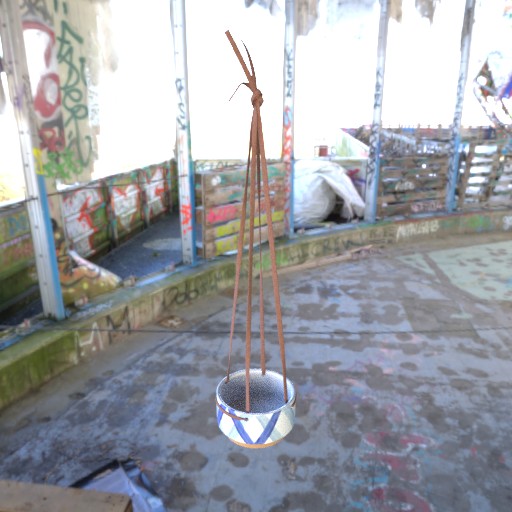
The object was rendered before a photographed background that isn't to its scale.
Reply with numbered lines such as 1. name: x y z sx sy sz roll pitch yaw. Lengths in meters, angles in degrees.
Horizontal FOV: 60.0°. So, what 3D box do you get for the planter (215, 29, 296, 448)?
1. planter: 0.000 0.000 0.823 0.166 0.751 0.166 2 17 7
